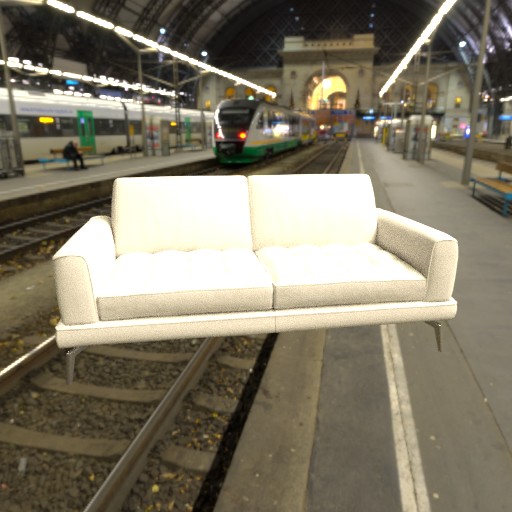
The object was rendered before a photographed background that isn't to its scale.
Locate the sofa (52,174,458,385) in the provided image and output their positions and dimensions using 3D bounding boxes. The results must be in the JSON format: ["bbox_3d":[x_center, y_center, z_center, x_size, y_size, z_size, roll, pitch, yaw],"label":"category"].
[{"bbox_3d":[0.000,0.000,2.768,2.177,0.930,1.121,-3,16,-9],"label":"sofa"}]
